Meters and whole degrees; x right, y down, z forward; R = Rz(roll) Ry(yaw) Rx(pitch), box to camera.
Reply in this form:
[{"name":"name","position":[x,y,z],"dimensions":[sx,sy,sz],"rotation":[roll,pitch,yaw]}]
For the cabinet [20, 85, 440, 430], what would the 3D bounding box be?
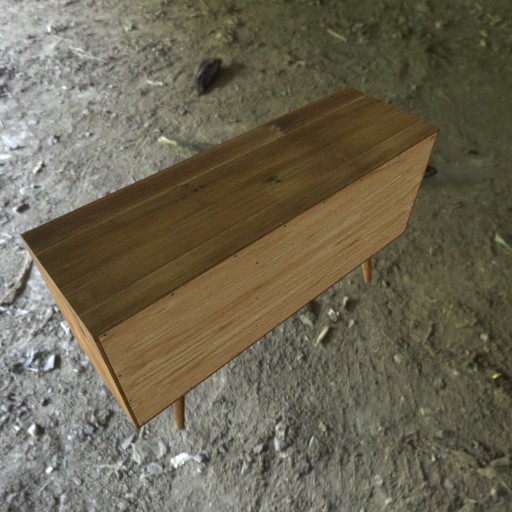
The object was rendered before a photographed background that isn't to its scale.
[{"name":"cabinet","position":[0.000,0.000,1.748],"dimensions":[1.400,0.800,0.472],"rotation":[-32,54,-27]}]
